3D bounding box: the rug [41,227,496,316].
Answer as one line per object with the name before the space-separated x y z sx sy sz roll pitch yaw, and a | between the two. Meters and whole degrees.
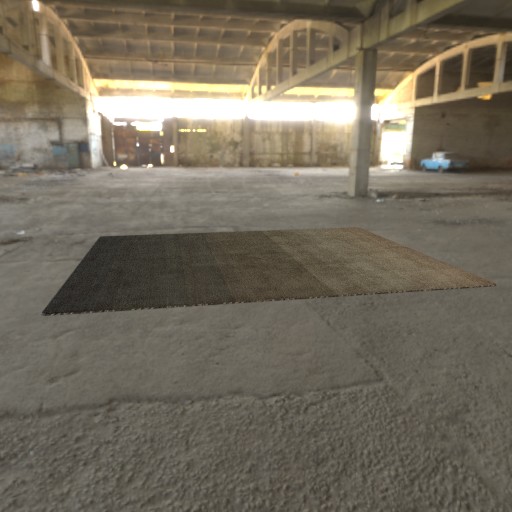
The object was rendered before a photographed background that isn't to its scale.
rug | 0.000 0.000 3.829 2.902 0.017 2.306 -3 14 -11
